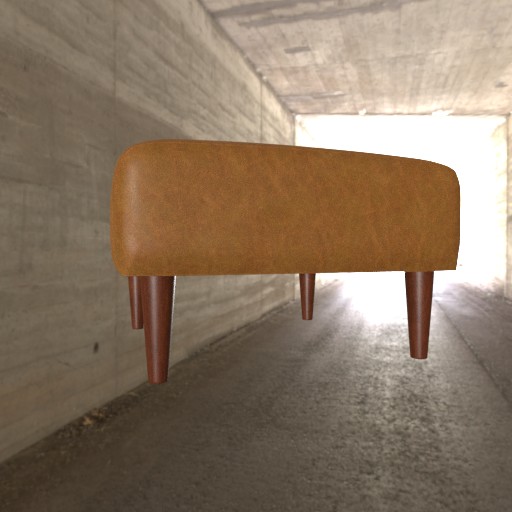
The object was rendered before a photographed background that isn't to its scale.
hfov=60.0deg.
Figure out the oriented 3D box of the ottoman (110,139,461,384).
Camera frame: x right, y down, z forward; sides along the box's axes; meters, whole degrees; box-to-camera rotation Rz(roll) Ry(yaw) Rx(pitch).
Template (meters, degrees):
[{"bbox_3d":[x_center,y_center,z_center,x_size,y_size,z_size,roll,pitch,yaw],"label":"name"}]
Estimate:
[{"bbox_3d":[0.000,0.000,1.041,0.650,0.399,0.650,0,1,-18],"label":"ottoman"}]
